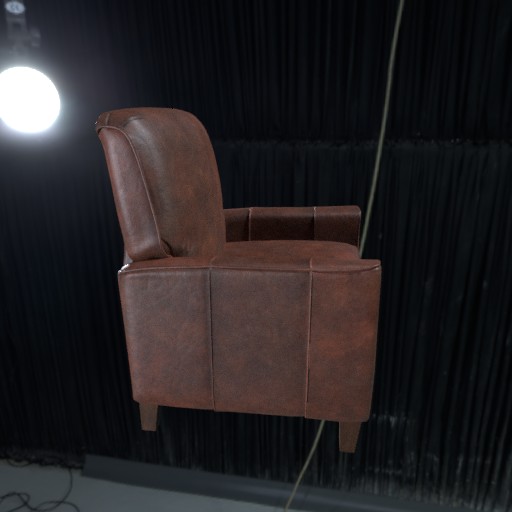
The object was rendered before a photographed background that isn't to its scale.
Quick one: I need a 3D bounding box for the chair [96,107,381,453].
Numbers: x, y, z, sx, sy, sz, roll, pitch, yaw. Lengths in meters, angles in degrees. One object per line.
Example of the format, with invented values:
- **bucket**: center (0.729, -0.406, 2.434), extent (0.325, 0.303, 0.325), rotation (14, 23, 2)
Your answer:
- **chair**: center (0.000, 0.000, 1.642), extent (0.836, 1.043, 0.843), rotation (3, 18, 8)
